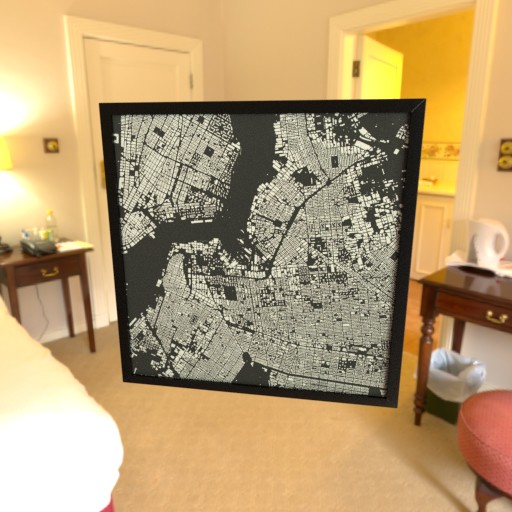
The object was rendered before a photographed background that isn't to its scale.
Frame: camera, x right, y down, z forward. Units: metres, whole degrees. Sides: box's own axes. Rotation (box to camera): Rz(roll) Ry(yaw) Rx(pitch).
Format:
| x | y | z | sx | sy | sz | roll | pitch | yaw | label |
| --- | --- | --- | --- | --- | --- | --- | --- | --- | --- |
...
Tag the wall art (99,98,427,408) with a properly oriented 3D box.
| x | y | z | sx | sy | sz | roll | pitch | yaw | label |
| --- | --- | --- | --- | --- | --- | --- | --- | --- | --- |
| 0.000 | 0.000 | 0.455 | 0.299 | 0.299 | 0.037 | 3 | 15 | 9 | wall art |
